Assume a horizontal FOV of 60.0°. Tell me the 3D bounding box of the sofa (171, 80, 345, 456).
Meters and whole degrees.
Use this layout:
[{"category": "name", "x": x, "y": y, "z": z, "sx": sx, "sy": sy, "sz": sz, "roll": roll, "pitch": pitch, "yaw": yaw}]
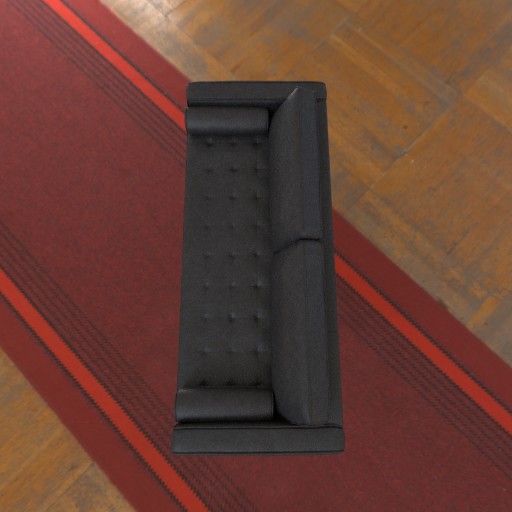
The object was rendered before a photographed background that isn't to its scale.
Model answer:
[{"category": "sofa", "x": 0.000, "y": 0.000, "z": 2.690, "sx": 0.914, "sy": 0.762, "sz": 2.210, "roll": 0, "pitch": 75, "yaw": 0}]
